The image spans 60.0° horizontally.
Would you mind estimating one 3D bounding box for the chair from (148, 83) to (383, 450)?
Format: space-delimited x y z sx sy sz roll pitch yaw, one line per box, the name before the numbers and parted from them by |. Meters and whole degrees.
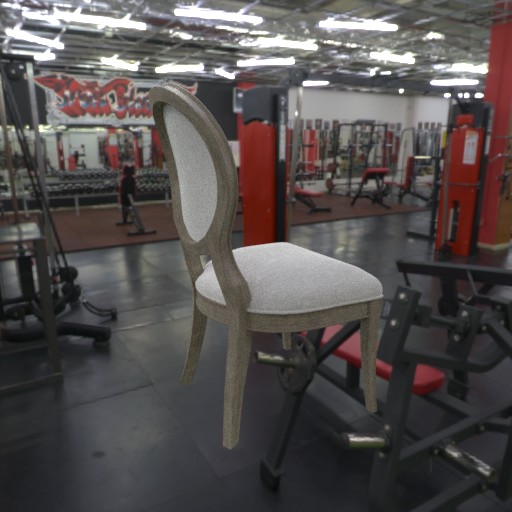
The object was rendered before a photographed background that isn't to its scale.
chair | 0.000 0.000 1.399 0.602 0.990 0.558 -8 16 -28
